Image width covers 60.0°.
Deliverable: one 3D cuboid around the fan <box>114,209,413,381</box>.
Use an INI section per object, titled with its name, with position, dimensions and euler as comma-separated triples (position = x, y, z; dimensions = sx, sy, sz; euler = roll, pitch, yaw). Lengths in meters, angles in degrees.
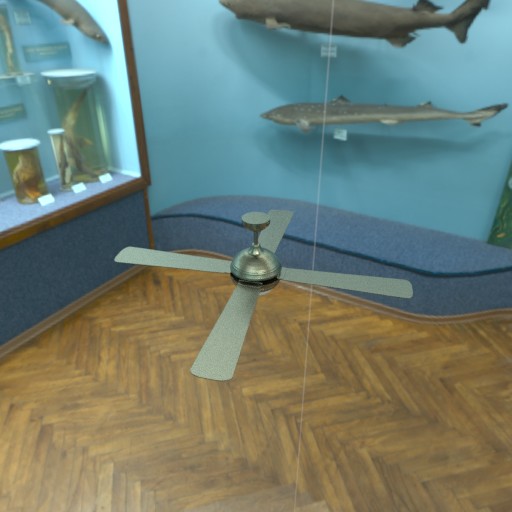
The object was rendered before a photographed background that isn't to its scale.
[fan]
position = 0.000, 0.000, 2.003
dimensions = 1.321, 0.381, 1.321
euler = 19, 35, 29
